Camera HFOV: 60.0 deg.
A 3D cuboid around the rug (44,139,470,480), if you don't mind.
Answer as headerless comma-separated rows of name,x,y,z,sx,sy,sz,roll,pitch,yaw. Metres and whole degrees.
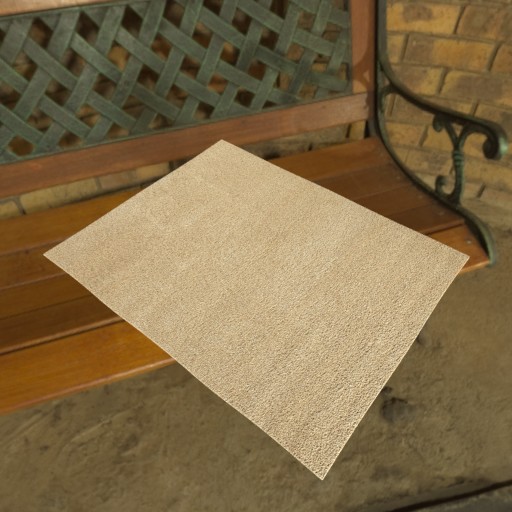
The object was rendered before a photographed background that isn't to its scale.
rug,0.000,0.000,3.998,3.000,0.025,2.400,31,54,25
